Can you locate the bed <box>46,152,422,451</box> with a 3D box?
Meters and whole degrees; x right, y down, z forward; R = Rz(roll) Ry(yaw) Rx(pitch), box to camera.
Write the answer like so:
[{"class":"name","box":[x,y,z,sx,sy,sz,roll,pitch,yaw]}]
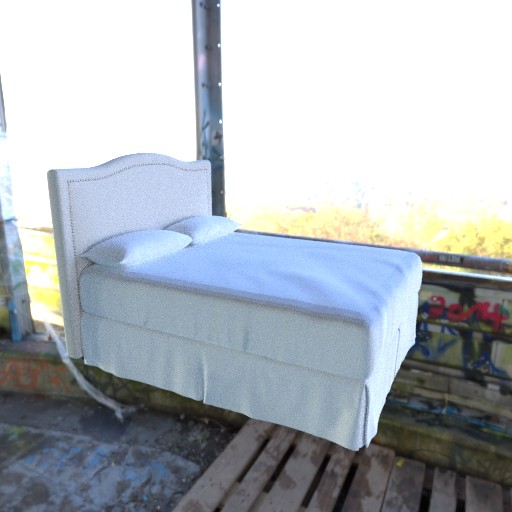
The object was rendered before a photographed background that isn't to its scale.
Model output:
[{"class":"bed","box":[0.000,0.000,3.241,2.143,1.460,1.753,8,16,27]}]
